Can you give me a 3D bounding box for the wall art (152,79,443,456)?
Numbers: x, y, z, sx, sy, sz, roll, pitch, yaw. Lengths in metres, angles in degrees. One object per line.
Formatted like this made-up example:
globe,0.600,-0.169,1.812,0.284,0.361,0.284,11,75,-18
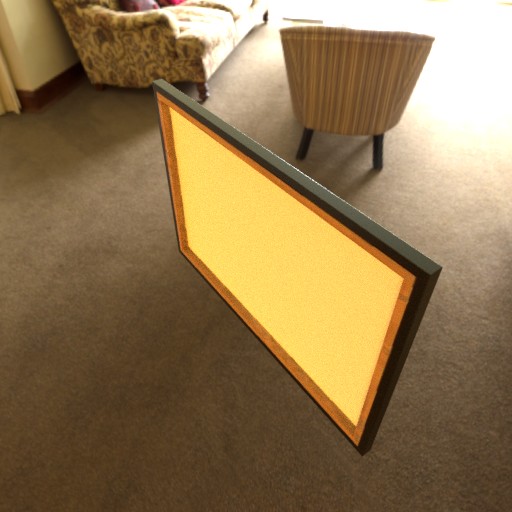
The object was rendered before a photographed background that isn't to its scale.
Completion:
wall art,0.000,0.000,0.821,0.022,0.446,0.659,-26,49,-26
